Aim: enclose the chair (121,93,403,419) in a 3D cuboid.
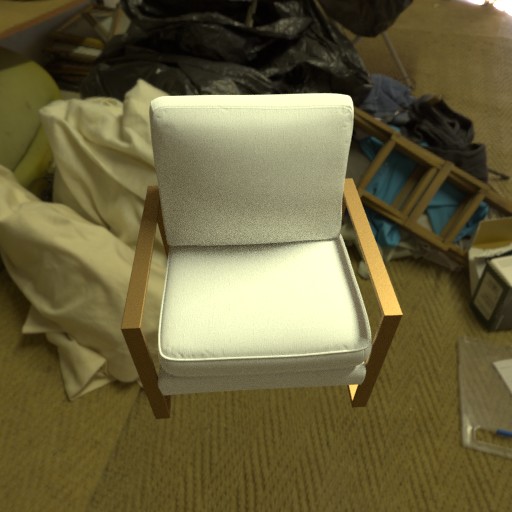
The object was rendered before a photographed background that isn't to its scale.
[{"bbox_3d":[0.000,0.000,1.582,0.805,0.966,0.813,-3,47,-2],"label":"chair"}]
